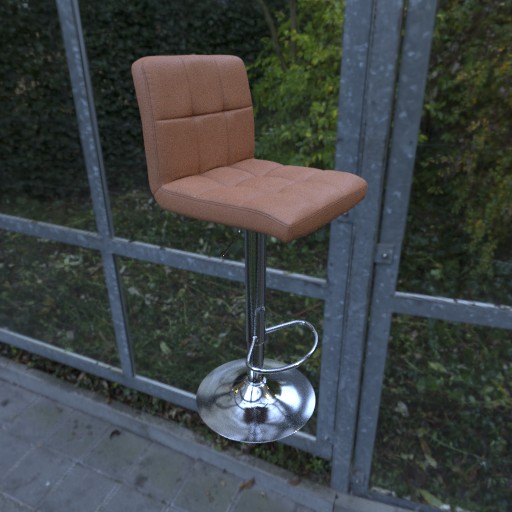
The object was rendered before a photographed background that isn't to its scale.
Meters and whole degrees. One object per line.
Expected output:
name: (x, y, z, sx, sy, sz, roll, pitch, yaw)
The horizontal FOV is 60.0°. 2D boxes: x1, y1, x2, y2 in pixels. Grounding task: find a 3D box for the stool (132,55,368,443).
stool: (0.000, 0.000, 1.354, 0.505, 1.115, 0.430, 18, 30, 33)
